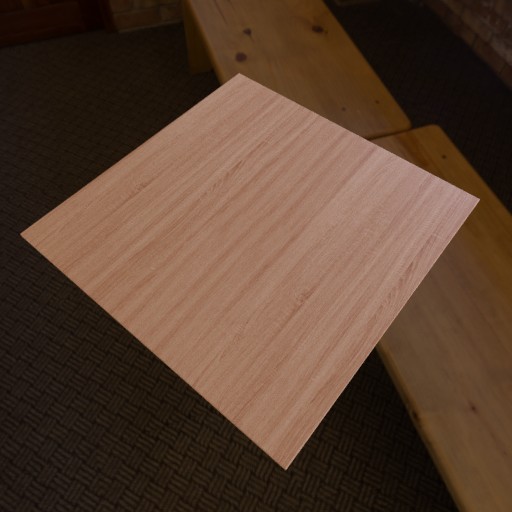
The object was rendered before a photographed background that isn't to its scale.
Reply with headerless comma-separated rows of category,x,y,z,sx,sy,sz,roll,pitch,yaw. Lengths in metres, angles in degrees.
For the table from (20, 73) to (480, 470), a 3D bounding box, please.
table,0.000,0.000,1.038,0.670,0.305,0.670,35,64,20
